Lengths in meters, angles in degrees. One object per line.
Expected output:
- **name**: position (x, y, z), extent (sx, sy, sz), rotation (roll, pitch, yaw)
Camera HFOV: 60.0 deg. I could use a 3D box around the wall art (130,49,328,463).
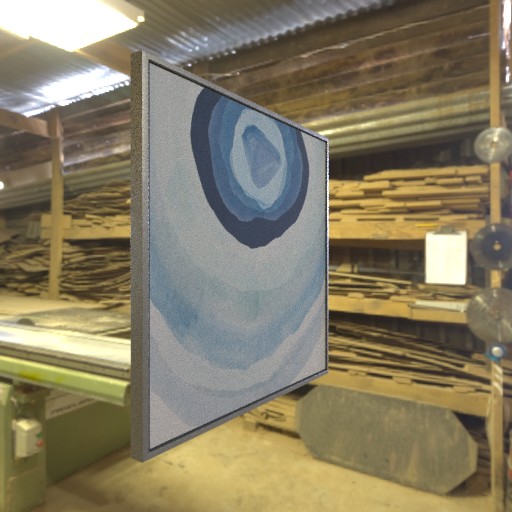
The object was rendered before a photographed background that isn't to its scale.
- **wall art**: position (0.000, 0.000, 1.203), extent (0.038, 0.807, 0.809), rotation (0, 0, 36)
